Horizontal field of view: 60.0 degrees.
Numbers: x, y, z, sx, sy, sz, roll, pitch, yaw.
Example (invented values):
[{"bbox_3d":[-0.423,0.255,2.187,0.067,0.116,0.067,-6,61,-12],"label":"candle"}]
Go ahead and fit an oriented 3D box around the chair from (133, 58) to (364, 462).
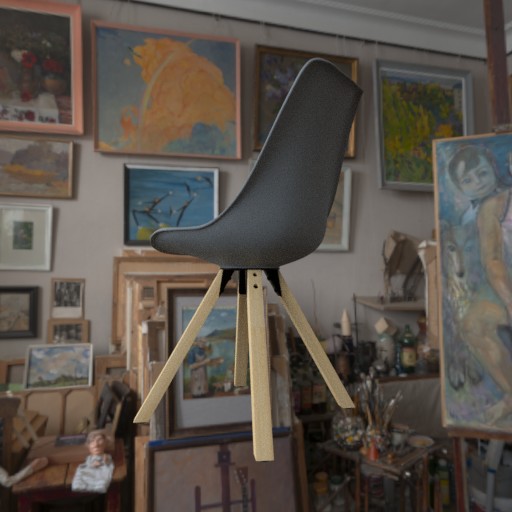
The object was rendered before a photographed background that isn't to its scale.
[{"bbox_3d":[0.000,0.000,1.187,0.549,0.850,0.485,-1,-2,36],"label":"chair"}]
